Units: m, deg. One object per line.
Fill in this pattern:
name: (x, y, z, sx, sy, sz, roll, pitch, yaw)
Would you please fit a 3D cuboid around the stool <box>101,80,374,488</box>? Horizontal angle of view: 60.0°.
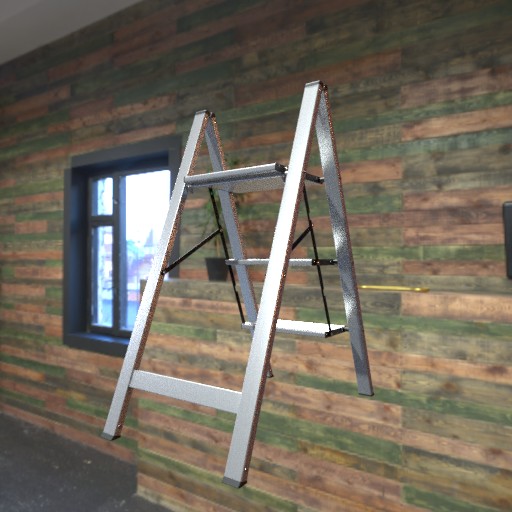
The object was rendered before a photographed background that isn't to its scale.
stool: (0.000, 0.000, 1.278, 0.441, 0.902, 0.730, 0, -1, 35)
